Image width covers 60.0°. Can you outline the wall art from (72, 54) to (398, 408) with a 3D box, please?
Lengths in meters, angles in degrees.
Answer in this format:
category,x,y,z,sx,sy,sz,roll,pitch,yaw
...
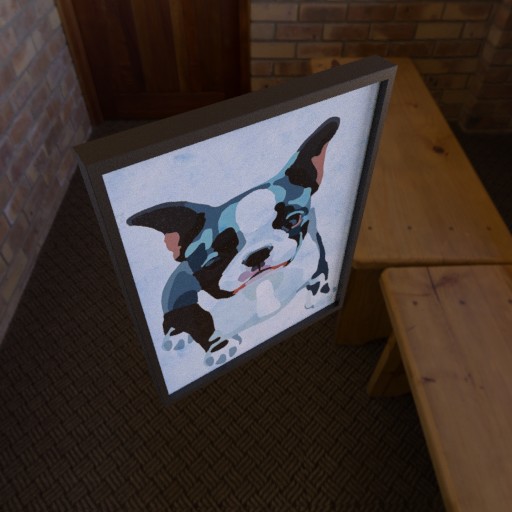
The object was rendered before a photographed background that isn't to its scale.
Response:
category,x,y,z,sx,sy,sz,roll,pitch,yaw
wall art,0.000,0.000,0.497,0.294,0.369,0.030,-25,51,-22
